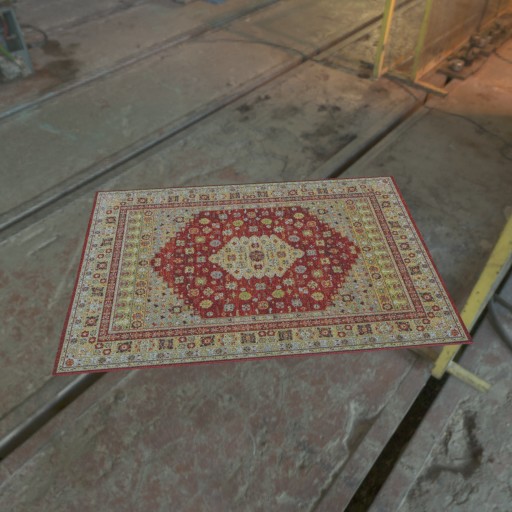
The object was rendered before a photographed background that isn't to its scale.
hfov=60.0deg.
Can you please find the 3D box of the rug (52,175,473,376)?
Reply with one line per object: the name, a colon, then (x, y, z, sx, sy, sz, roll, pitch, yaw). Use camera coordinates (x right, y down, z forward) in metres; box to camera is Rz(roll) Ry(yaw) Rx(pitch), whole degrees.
rug: (0.000, 0.000, 2.284, 1.802, 0.013, 1.194, -4, 48, -3)
